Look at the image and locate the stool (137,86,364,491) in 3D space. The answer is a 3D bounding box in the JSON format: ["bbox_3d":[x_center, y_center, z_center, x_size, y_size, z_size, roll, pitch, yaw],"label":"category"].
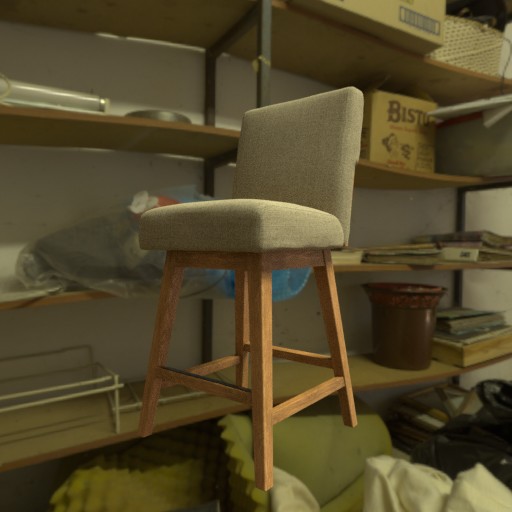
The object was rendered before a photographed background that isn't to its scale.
[{"bbox_3d":[0.000,0.000,1.292,0.459,1.010,0.526,2,3,39],"label":"stool"}]
